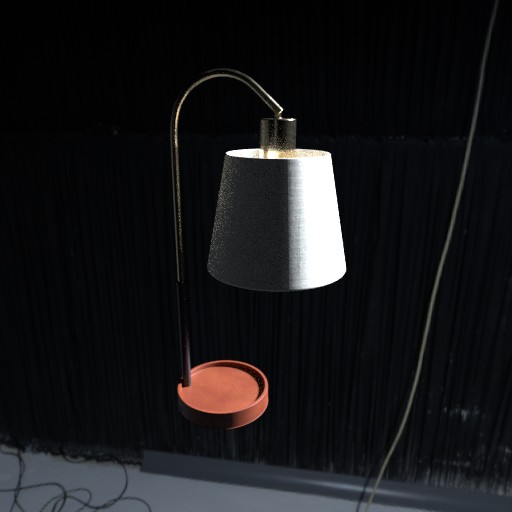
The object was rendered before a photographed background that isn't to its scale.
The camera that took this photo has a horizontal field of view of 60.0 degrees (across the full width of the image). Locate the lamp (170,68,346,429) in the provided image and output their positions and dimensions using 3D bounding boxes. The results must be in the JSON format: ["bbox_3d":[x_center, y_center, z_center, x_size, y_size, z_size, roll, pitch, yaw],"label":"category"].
[{"bbox_3d":[0.000,0.000,0.684,0.273,0.536,0.211,3,18,10],"label":"lamp"}]
